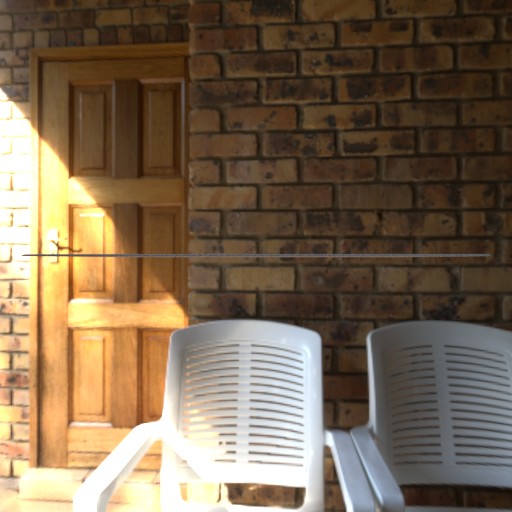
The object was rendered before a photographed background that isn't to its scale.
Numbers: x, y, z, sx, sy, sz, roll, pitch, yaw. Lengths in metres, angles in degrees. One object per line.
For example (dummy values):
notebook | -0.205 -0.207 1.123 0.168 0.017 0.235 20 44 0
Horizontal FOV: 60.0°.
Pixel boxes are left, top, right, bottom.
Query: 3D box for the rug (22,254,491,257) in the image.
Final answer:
rug | 0.000 0.000 3.064 2.438 0.012 1.524 0 0 -1
